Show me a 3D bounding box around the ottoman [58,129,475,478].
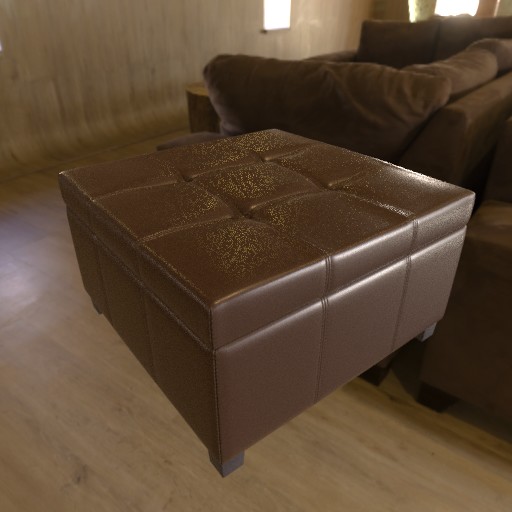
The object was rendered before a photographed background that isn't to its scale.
[{"bbox_3d":[0.000,0.000,1.249,0.788,0.460,0.787,-21,36,-32],"label":"ottoman"}]
